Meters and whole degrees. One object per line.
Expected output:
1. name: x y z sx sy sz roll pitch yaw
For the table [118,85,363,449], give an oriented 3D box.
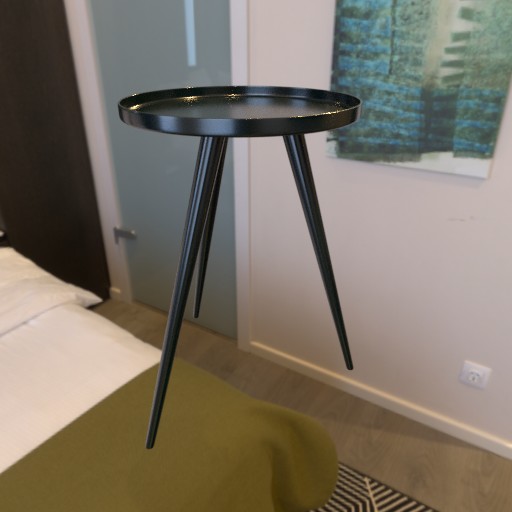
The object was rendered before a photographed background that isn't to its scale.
1. table: 0.000 0.000 0.811 0.415 0.548 0.403 1 27 2
